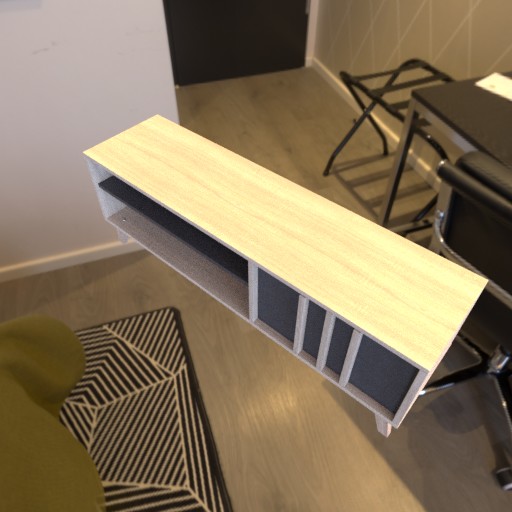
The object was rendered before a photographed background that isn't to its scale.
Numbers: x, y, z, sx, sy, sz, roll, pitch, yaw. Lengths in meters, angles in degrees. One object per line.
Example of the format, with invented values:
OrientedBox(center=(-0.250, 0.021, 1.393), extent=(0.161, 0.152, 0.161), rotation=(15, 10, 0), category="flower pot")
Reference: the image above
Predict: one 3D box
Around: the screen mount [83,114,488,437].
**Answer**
OrientedBox(center=(0.000, 0.000, 1.744), extent=(1.500, 0.509, 0.401), rotation=(32, 54, 26), category="screen mount")
